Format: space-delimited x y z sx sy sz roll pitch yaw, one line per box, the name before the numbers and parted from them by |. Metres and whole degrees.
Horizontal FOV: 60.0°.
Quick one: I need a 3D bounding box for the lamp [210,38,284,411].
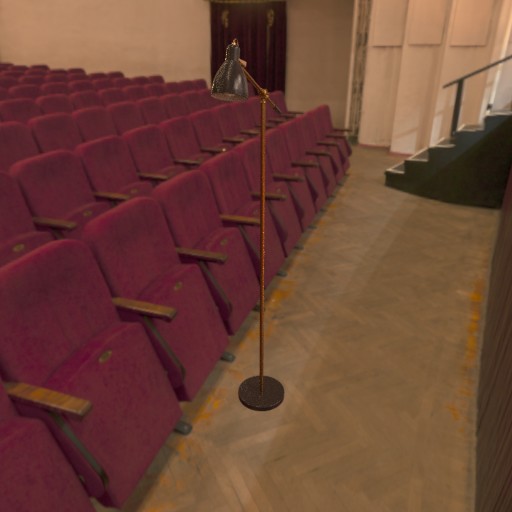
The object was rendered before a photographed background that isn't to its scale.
lamp | 0.000 0.000 1.860 0.235 1.628 0.618 8 26 18
